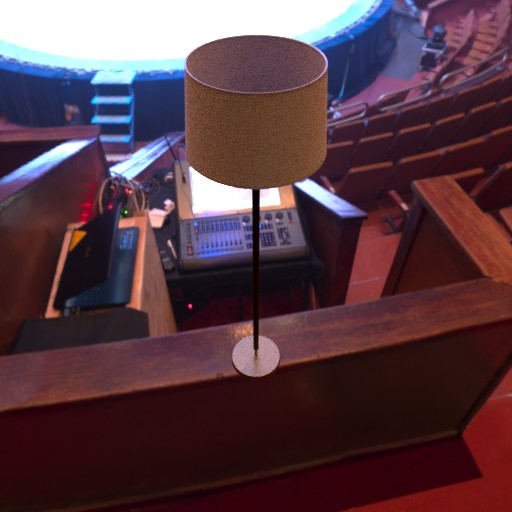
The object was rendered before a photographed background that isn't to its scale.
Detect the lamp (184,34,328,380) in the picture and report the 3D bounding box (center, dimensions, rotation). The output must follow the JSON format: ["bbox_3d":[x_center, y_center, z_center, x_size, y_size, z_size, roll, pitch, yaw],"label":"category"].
[{"bbox_3d":[0.000,0.000,1.661,0.420,1.447,0.420,0,46,0],"label":"lamp"}]
